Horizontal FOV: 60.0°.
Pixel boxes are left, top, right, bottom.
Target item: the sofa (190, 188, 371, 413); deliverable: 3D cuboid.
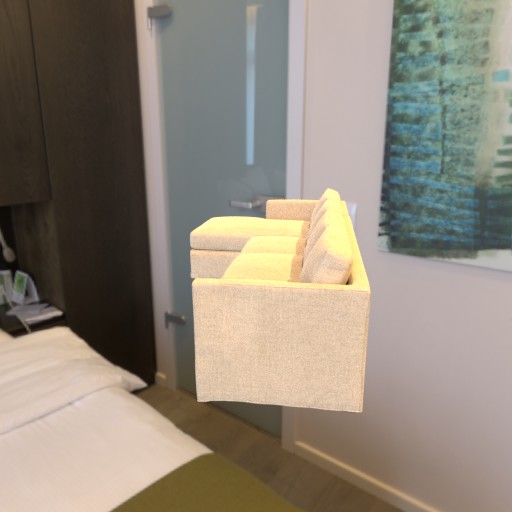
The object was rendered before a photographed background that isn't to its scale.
[{"bbox_3d":[0.000,0.000,3.904,1.650,0.922,3.205,2,15,8],"label":"sofa"}]
